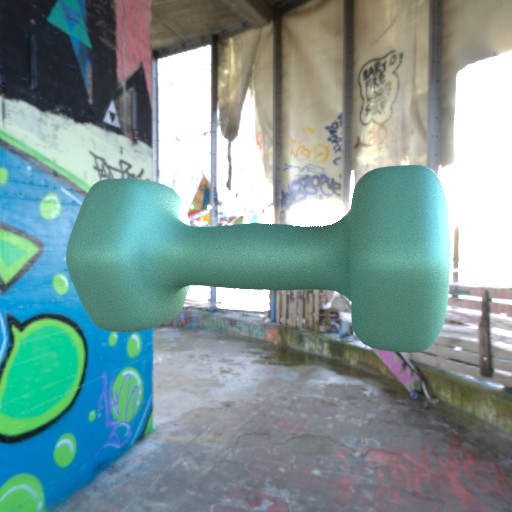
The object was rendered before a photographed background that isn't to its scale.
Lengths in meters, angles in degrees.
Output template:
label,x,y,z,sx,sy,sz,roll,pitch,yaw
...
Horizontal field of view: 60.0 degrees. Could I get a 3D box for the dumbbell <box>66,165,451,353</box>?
label,x,y,z,sx,sy,sz,roll,pitch,yaw
dumbbell,0.000,0.000,0.324,0.260,0.117,0.129,1,2,18
